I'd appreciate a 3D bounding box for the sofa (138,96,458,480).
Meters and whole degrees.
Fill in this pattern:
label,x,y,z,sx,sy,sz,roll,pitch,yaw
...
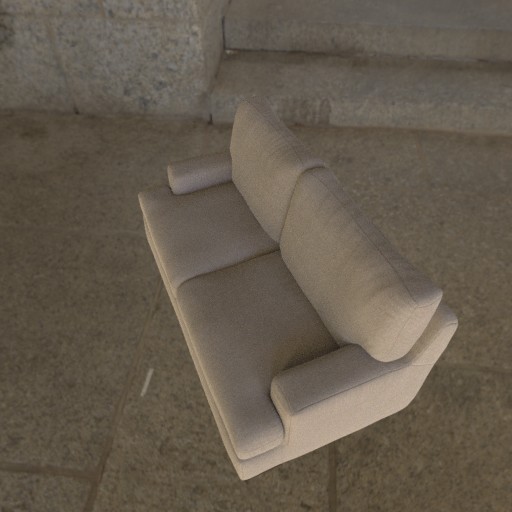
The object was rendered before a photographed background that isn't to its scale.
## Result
label,x,y,z,sx,sy,sz,roll,pitch,yaw
sofa,0.000,0.000,2.404,0.962,0.980,1.855,-17,49,-16
